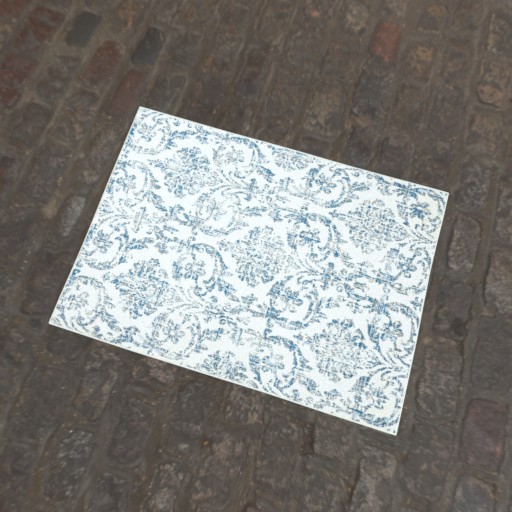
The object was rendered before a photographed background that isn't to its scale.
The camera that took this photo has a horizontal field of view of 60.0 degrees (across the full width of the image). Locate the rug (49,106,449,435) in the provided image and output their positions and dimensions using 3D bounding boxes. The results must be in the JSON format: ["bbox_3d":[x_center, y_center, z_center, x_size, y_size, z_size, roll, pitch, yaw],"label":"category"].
[{"bbox_3d":[0.000,0.000,2.843,2.197,0.014,1.586,17,76,4],"label":"rug"}]
